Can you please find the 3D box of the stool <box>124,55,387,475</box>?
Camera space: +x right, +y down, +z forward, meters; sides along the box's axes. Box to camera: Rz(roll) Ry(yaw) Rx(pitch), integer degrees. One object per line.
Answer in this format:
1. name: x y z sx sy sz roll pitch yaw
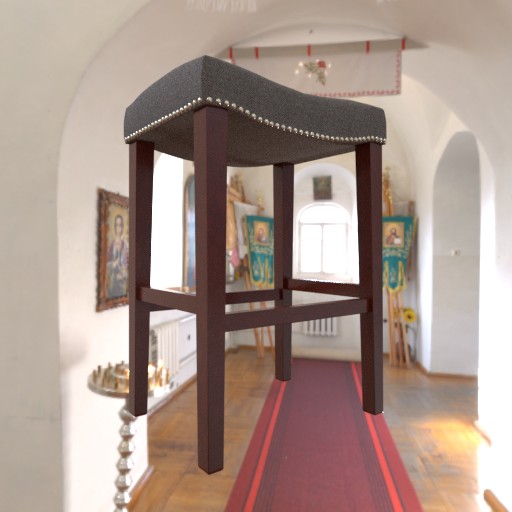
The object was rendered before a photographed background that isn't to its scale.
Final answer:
1. stool: 0.000 0.000 1.039 0.504 0.742 0.372 -1 1 -37
